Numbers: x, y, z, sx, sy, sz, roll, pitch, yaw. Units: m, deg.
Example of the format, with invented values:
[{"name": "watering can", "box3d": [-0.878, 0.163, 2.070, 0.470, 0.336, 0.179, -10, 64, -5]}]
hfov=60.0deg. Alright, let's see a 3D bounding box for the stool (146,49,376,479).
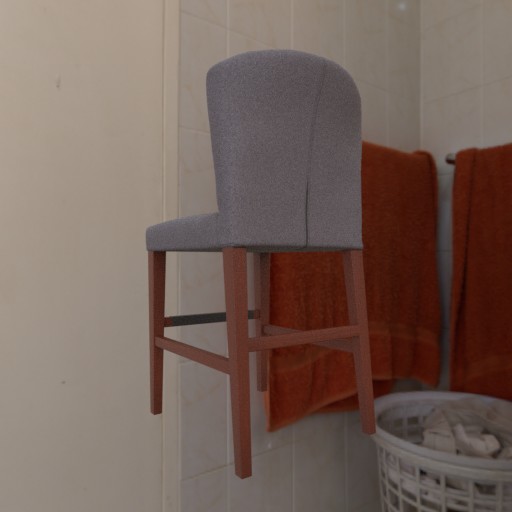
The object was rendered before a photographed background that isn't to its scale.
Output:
[{"name": "stool", "box3d": [0.000, 0.000, 1.293, 0.481, 0.968, 0.568, 0, -1, -36]}]
